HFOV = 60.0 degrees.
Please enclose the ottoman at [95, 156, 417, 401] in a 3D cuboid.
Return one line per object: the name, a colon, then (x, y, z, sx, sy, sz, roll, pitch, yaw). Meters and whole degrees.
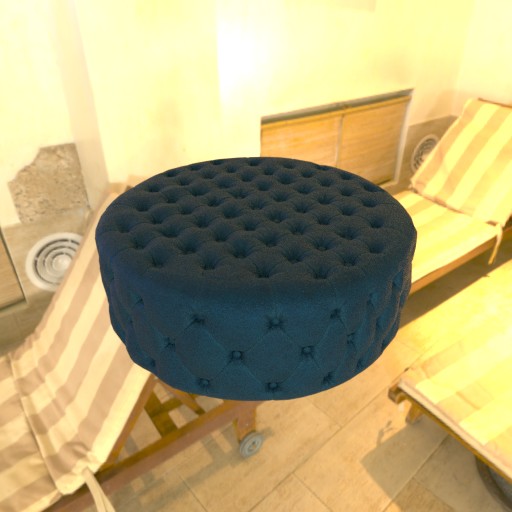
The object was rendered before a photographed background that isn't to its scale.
ottoman: (0.000, 0.000, 1.494, 0.998, 0.398, 0.998, 0, 33, 0)
